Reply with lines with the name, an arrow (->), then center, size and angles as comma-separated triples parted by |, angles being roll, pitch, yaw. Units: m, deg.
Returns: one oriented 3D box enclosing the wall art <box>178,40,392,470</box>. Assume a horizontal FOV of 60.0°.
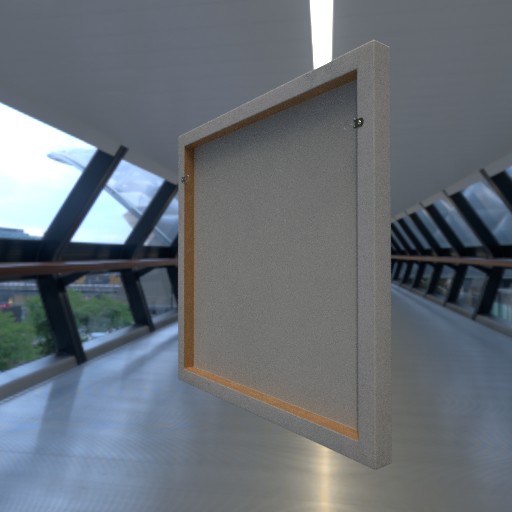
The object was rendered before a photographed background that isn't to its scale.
wall art -> 0.000, 0.000, 0.884 | 0.040, 0.612, 0.612 | 1, -1, -37
